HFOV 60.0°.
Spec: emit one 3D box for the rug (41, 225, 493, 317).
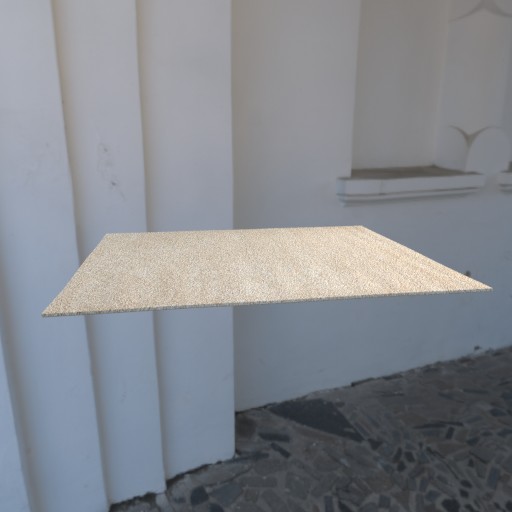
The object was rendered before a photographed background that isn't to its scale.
[{"bbox_3d":[0.000,0.000,4.041,3.000,0.026,2.400,-2,15,-9],"label":"rug"}]
